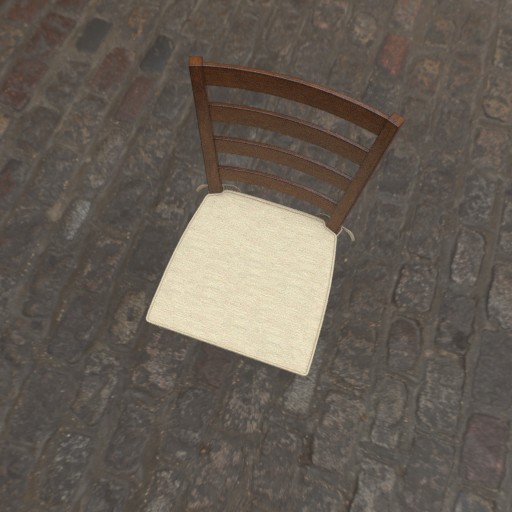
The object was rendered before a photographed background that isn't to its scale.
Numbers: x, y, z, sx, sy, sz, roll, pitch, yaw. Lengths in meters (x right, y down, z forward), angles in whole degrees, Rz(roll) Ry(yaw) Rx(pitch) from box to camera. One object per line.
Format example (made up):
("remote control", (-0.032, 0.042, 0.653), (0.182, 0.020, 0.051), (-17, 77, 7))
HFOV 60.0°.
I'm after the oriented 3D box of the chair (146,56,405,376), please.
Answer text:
("chair", (0.000, 0.000, 1.384), (0.593, 0.979, 0.595), (18, 76, 5))
